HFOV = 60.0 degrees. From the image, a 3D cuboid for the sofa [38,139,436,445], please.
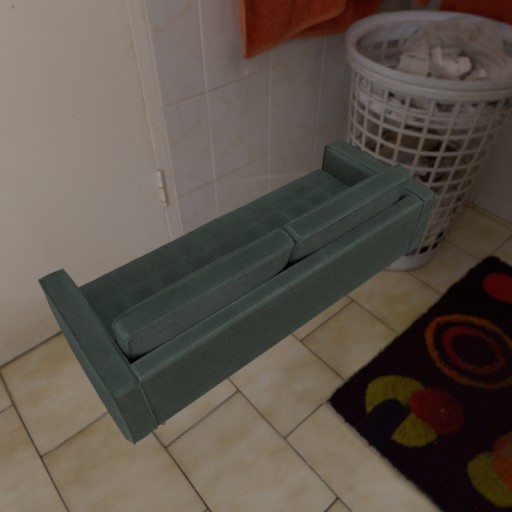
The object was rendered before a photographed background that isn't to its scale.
[{"bbox_3d":[0.000,0.000,2.627,2.214,0.781,0.886,-30,52,-26],"label":"sofa"}]
